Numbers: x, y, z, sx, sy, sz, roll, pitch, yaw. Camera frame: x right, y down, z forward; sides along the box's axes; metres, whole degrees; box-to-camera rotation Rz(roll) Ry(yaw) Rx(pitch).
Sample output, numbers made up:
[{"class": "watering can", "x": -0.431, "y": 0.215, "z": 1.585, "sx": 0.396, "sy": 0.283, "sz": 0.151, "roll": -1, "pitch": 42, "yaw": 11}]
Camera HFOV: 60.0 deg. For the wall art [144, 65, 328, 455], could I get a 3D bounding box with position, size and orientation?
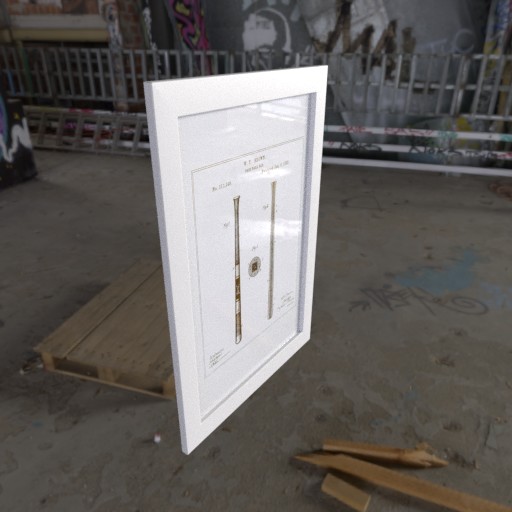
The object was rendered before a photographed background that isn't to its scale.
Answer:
[{"class": "wall art", "x": 0.000, "y": 0.000, "z": 0.626, "sx": 0.011, "sy": 0.482, "sz": 0.329, "roll": 18, "pitch": 32, "yaw": 33}]
